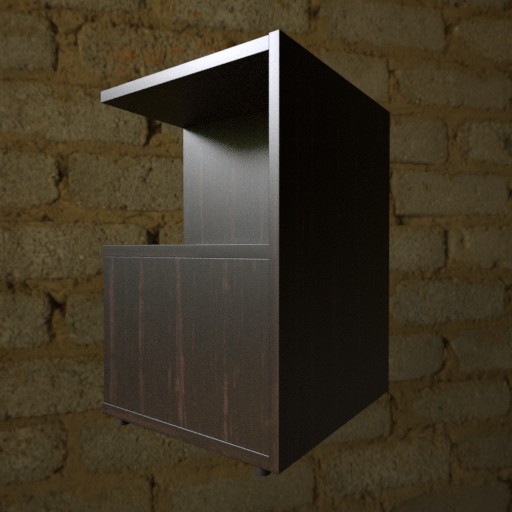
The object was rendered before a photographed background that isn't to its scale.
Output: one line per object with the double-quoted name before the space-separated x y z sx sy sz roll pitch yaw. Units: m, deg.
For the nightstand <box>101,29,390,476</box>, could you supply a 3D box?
"nightstand" 0.000 0.000 0.807 0.356 0.559 0.400 1 1 36
